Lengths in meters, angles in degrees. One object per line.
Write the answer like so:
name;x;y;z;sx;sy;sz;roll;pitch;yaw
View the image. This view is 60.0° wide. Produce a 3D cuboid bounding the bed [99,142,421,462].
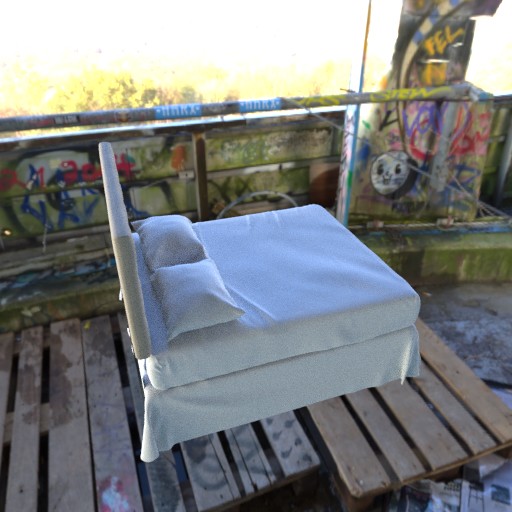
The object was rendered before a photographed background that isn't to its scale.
bed;0.000;0.000;3.518;2.222;1.577;1.936;-10;33;-16
